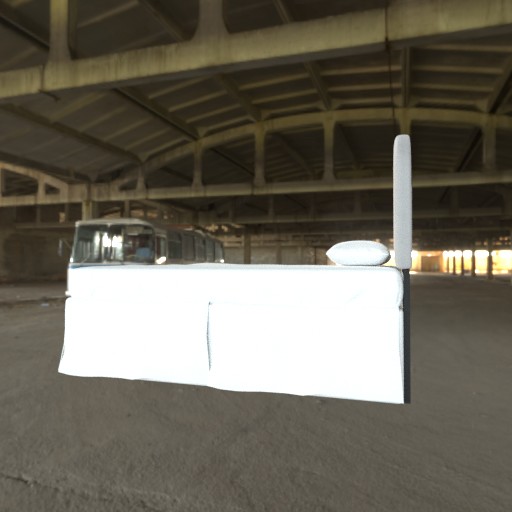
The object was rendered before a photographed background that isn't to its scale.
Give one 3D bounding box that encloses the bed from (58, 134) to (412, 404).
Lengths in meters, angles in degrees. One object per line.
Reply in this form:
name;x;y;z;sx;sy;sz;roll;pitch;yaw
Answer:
bed;0.000;0.000;3.065;2.005;1.410;1.607;0;-1;18
